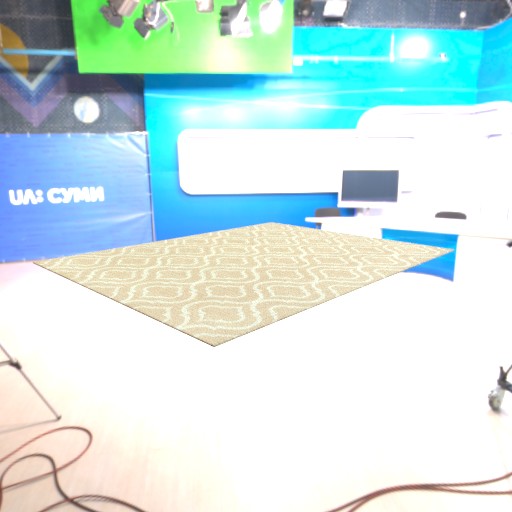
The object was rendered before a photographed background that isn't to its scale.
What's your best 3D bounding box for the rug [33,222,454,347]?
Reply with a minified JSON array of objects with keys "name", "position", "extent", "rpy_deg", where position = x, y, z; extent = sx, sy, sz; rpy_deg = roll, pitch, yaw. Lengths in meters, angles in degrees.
[{"name":"rug","position":[0.000,0.000,3.858],"extent":[2.286,0.013,2.894],"rpy_deg":[13,18,43]}]
